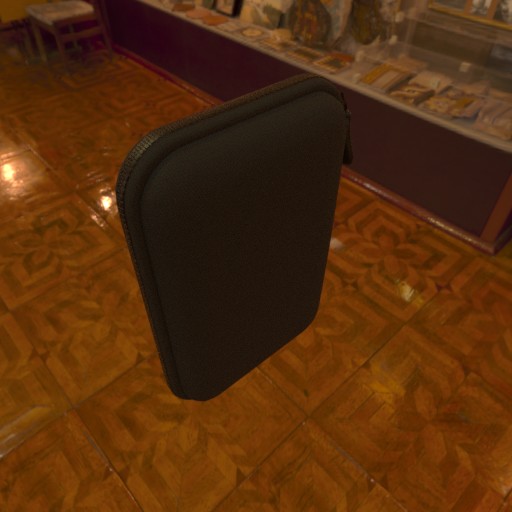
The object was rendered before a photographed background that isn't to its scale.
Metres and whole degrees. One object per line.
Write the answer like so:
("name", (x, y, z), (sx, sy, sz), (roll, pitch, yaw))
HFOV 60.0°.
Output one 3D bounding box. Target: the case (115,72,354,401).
("case", (0.000, 0.000, 0.195), (0.107, 0.147, 0.030), (-31, 53, -27))
